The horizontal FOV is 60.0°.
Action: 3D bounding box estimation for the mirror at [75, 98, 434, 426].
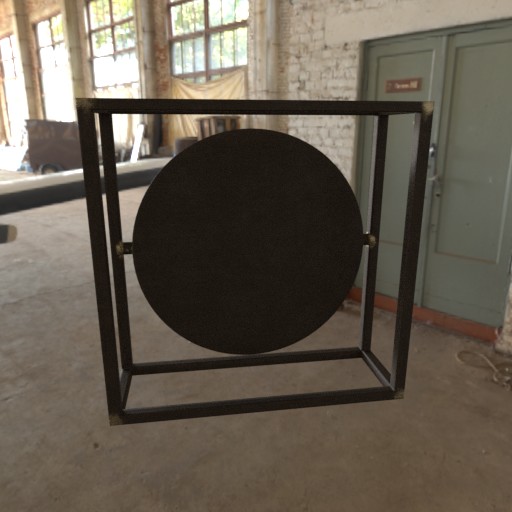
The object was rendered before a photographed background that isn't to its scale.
[{"bbox_3d":[0.000,0.000,0.465,0.306,0.303,0.107,-2,16,-8],"label":"mirror"}]
